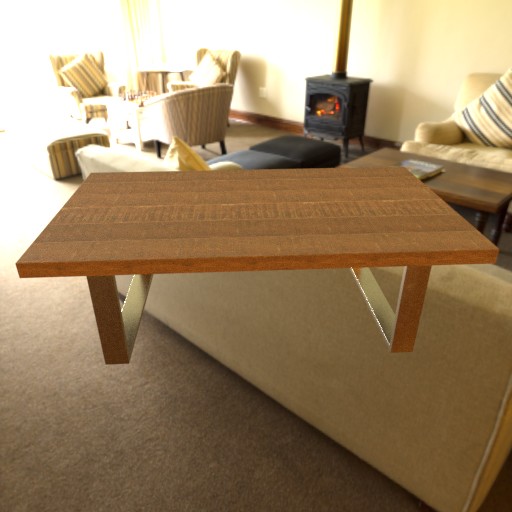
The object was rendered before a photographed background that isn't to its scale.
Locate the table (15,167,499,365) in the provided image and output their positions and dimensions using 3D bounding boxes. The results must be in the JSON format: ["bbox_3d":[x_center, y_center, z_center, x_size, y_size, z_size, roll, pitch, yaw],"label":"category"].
[{"bbox_3d":[0.000,0.000,1.733,1.400,0.440,0.800,-2,29,-3],"label":"table"}]
